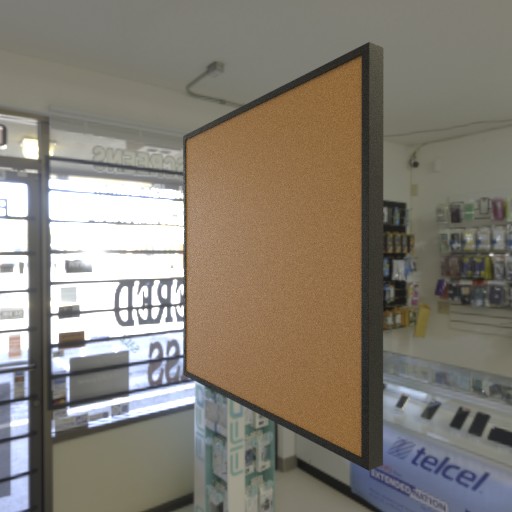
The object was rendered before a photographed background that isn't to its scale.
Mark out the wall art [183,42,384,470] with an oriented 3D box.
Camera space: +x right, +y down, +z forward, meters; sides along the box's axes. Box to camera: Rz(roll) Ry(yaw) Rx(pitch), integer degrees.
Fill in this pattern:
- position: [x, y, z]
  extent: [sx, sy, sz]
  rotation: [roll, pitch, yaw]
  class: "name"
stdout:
- position: [0.000, 0.000, 1.112]
  extent: [0.039, 0.763, 0.763]
  rotation: [0, 0, -35]
  class: "wall art"
